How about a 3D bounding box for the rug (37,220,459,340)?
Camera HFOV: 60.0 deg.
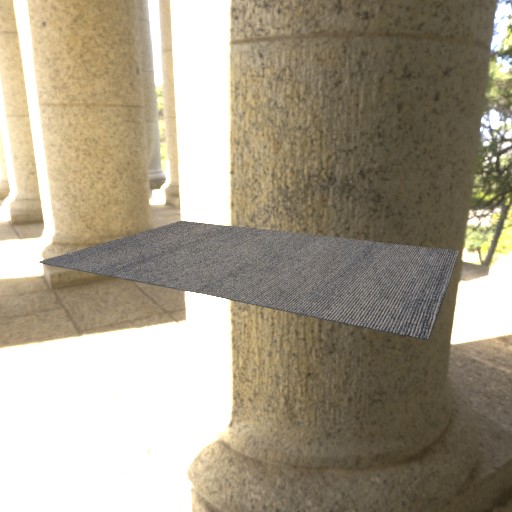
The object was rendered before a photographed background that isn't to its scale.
[{"bbox_3d":[0.000,0.000,2.158,1.740,0.010,1.135,8,18,27],"label":"rug"}]
